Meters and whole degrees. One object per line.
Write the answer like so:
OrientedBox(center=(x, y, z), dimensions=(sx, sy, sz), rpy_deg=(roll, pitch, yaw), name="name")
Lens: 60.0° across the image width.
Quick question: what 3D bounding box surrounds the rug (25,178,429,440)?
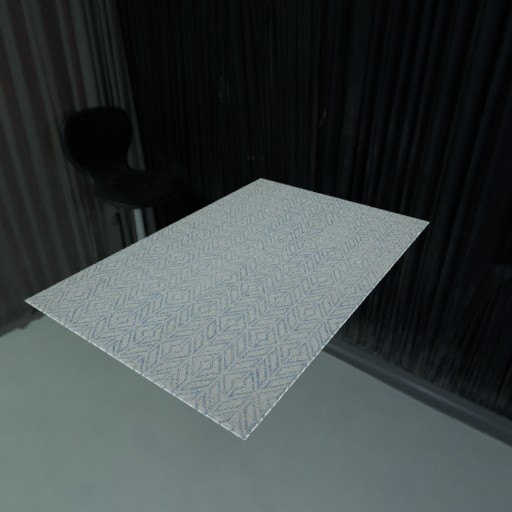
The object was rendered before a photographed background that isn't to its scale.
OrientedBox(center=(0.000, 0.000, 2.301), dimensions=(1.220, 0.008, 1.824), rpy_deg=(20, 36, 30), name="rug")
